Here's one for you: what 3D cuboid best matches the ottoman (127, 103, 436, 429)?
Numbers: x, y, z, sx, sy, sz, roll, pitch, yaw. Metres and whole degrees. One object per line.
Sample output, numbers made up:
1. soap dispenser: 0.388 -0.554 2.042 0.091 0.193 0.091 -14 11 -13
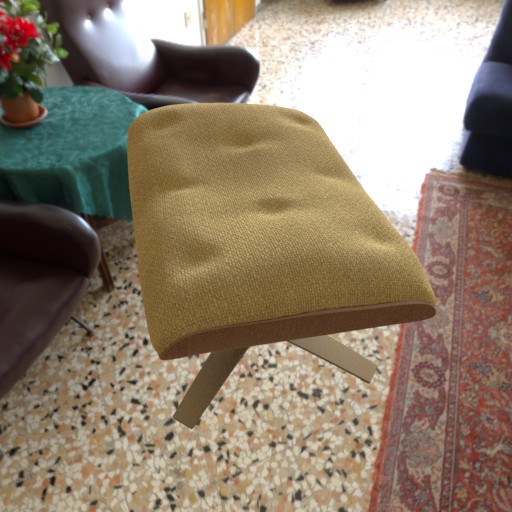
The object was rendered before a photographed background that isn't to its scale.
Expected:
1. ottoman: 0.000 0.000 0.798 0.394 0.391 0.520 -11 46 -10
